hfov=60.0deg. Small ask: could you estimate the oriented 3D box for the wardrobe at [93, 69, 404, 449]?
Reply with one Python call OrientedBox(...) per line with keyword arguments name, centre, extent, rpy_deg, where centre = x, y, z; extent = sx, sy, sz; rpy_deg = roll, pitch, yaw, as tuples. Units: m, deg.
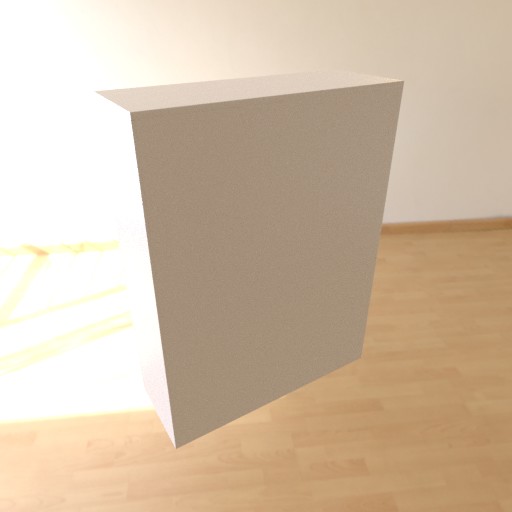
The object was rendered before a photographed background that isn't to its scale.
OrientedBox(name="wardrobe", centre=(0.000, 0.000, 1.648), extent=(0.900, 1.200, 0.360), rpy_deg=(-17, 34, -27))
